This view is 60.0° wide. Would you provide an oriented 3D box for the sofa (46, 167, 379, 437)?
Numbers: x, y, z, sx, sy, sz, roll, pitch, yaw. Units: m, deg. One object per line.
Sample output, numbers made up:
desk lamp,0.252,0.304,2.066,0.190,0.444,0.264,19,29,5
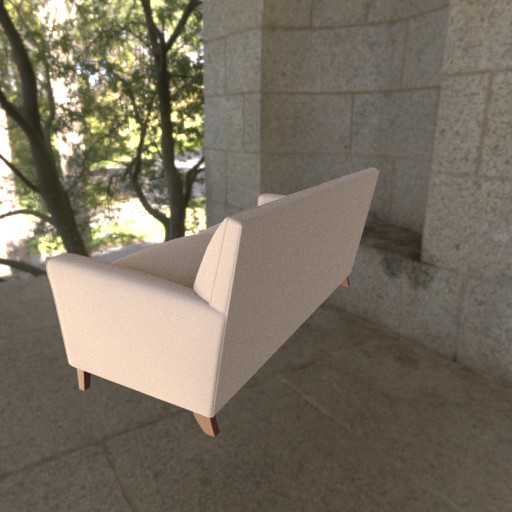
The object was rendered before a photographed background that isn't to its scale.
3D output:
sofa,0.000,0.000,2.439,0.875,0.846,2.000,8,18,26
